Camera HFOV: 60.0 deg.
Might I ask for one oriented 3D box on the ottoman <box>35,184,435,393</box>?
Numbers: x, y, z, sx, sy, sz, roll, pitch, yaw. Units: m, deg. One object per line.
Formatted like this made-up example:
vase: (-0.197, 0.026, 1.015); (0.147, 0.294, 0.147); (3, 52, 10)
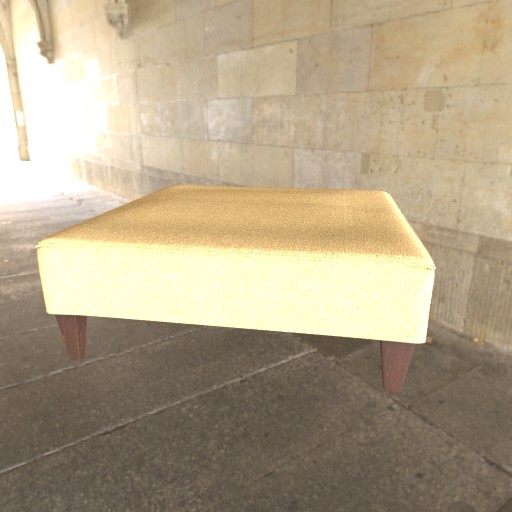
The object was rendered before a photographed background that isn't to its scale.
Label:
ottoman: (0.000, 0.000, 1.526); (0.970, 0.378, 0.981); (3, 18, 10)
